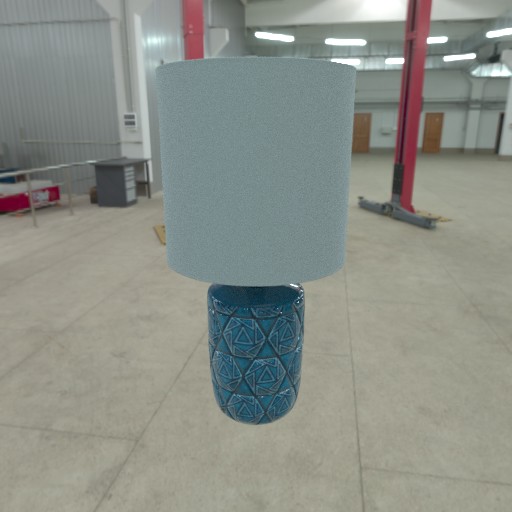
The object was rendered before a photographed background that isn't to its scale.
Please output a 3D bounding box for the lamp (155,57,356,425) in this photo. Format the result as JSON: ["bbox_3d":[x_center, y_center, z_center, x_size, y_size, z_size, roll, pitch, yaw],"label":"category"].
[{"bbox_3d":[0.000,0.000,0.488,0.193,0.377,0.193,-8,18,-25],"label":"lamp"}]
